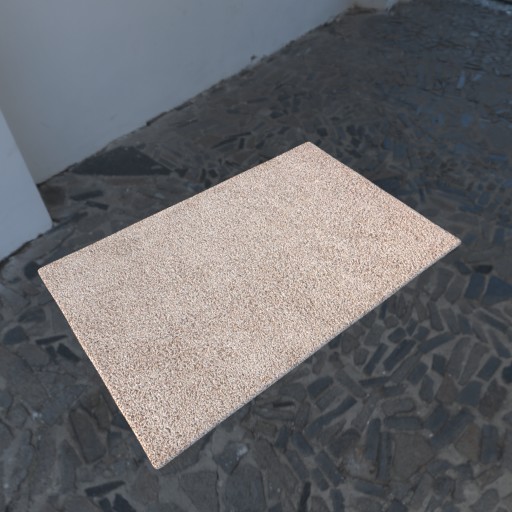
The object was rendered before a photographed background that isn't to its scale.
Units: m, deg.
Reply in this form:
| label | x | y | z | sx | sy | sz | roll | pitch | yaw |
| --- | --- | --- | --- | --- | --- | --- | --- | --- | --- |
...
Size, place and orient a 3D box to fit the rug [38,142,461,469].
| label | x | y | z | sx | sy | sz | roll | pitch | yaw |
| --- | --- | --- | --- | --- | --- | --- | --- | --- | --- |
| rug | 0.000 | 0.000 | 3.395 | 2.743 | 0.030 | 1.778 | -30 | 54 | -25 |
